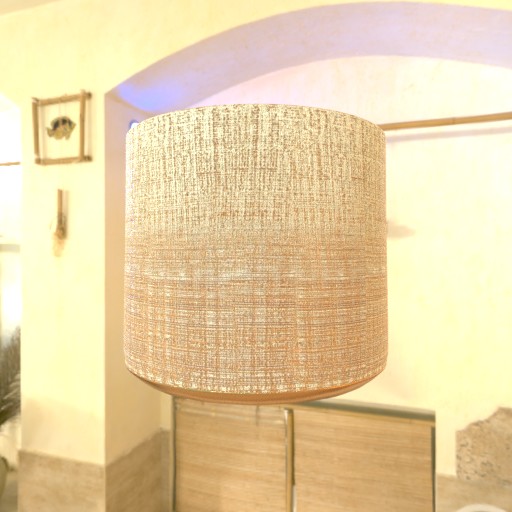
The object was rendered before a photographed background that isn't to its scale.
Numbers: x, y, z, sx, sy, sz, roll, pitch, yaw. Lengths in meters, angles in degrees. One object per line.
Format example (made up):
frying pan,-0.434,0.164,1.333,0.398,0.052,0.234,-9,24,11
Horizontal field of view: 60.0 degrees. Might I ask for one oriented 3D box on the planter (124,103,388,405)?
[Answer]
planter,0.000,0.000,0.190,0.109,0.096,0.109,0,0,0
